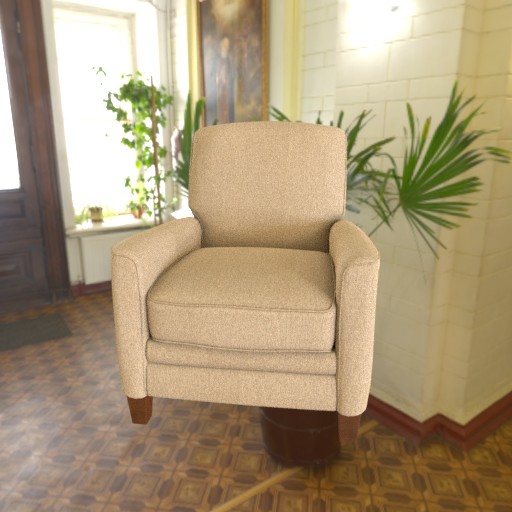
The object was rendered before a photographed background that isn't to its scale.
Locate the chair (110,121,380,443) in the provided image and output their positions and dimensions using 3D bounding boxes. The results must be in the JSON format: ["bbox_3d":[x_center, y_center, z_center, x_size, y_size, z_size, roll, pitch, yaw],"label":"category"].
[{"bbox_3d":[0.000,0.000,1.684,0.848,1.014,0.864,2,15,8],"label":"chair"}]
